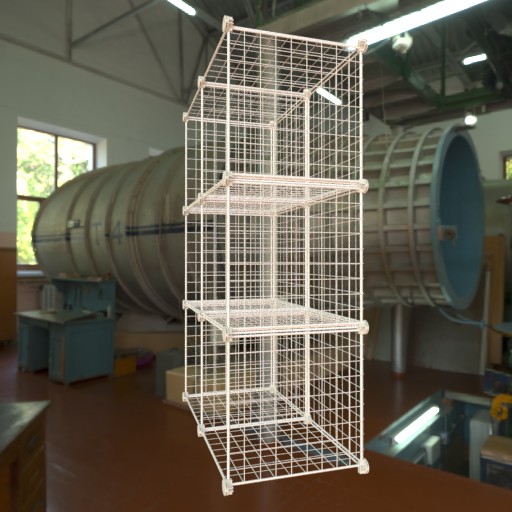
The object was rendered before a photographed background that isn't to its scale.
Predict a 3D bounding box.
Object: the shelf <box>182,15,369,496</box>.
[{"bbox_3d":[0.000,0.000,1.363,0.356,1.067,0.711,0,0,-17],"label":"shelf"}]
